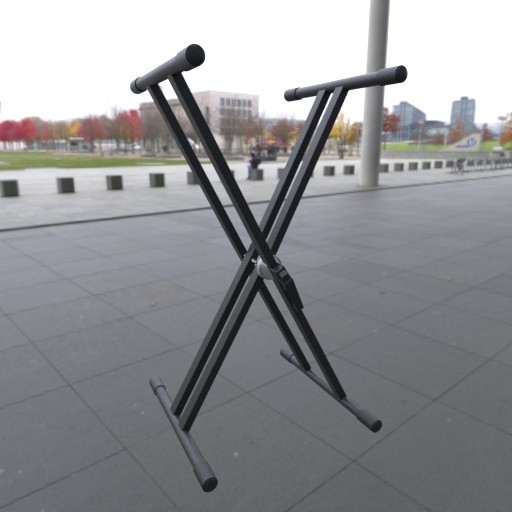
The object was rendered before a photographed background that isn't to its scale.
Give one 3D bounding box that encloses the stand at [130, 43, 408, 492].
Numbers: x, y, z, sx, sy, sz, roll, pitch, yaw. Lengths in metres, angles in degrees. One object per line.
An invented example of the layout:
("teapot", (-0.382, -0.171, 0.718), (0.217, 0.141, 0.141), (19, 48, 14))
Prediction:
("stand", (0.000, 0.000, 1.168), (0.503, 0.900, 0.495), (-7, 16, -26))
